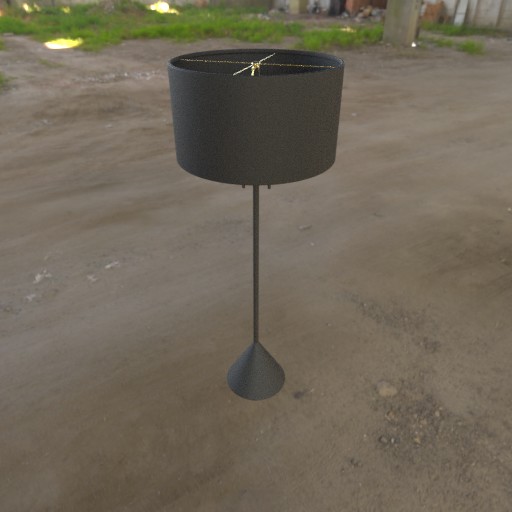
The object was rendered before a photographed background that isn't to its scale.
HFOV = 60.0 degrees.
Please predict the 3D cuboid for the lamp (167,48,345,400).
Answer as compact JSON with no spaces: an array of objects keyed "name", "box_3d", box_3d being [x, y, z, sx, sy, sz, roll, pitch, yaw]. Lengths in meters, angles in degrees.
[{"name":"lamp","box_3d":[0.000,0.000,1.867,0.580,1.526,0.580,9,33,15]}]
